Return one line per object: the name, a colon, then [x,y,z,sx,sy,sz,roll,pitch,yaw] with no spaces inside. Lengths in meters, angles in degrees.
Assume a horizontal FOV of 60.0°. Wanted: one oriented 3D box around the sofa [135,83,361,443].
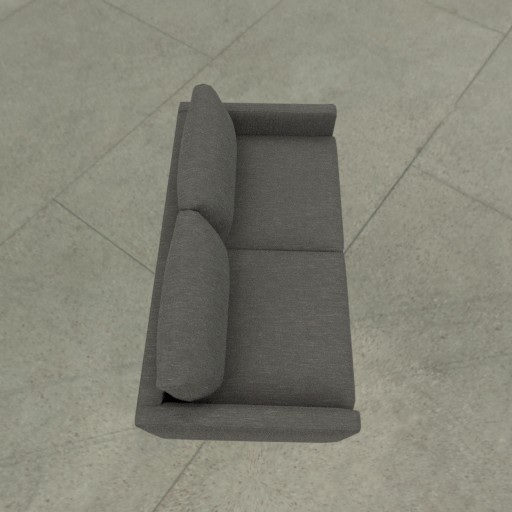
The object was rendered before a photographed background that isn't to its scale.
sofa: [0.000,0.000,2.194,0.875,0.840,1.682,1,63,1]
